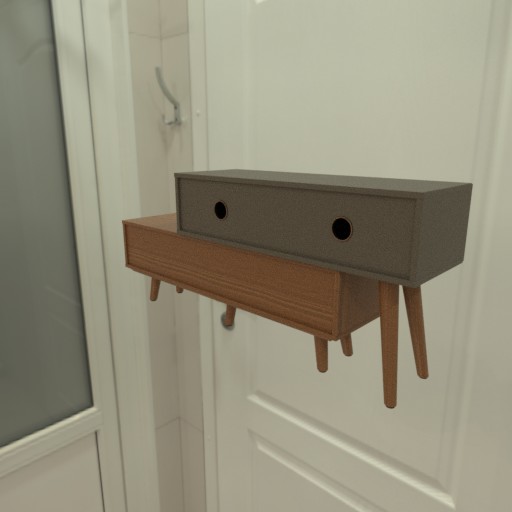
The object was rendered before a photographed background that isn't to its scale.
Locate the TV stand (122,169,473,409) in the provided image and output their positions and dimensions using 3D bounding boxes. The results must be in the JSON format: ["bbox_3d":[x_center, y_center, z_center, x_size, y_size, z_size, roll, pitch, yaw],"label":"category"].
[{"bbox_3d":[0.000,0.000,1.618,1.336,0.591,0.329,13,20,42],"label":"TV stand"}]
